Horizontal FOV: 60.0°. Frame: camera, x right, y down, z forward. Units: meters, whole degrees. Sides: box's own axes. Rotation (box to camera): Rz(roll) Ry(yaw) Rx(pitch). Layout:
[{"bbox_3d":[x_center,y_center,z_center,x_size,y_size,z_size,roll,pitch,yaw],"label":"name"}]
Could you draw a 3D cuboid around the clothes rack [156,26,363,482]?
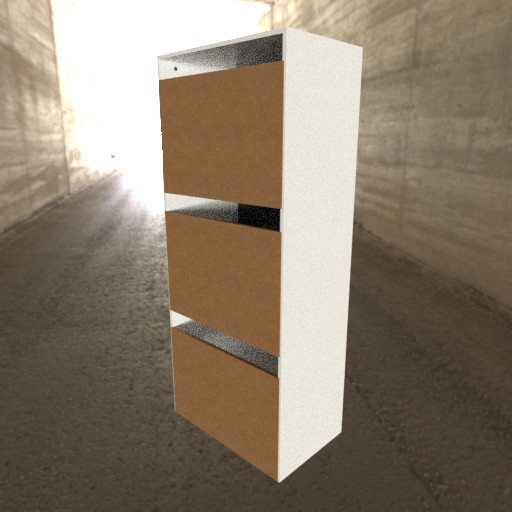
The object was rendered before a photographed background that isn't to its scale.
[{"bbox_3d":[0.000,0.000,1.398,0.500,1.187,0.330,14,20,42],"label":"clothes rack"}]
